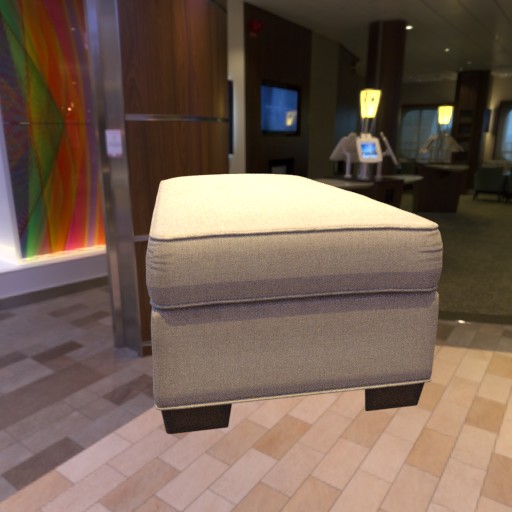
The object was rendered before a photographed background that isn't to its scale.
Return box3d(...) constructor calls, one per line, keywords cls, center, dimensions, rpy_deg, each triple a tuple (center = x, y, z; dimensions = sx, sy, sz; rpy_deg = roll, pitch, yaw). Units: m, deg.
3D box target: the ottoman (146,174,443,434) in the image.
box3d(cls="ottoman", center=(0.000, 0.000, 1.411), dimensions=(0.617, 0.461, 1.097), rpy_deg=(-3, 16, -10))
